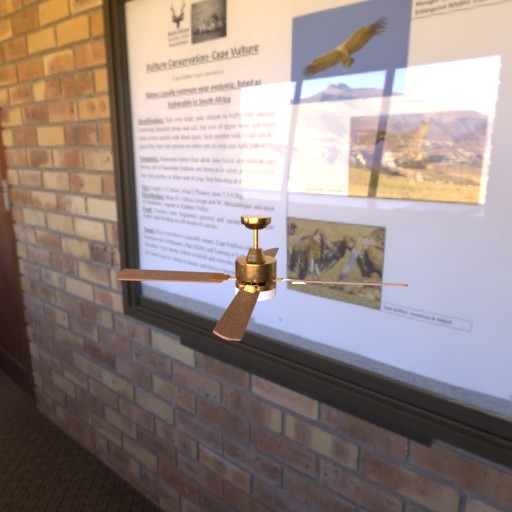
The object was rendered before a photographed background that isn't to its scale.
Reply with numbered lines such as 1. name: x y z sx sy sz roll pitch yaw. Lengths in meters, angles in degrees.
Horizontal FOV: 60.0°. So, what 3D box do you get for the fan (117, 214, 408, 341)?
1. fan: 0.000 0.000 1.973 1.320 0.355 1.320 2 13 8
